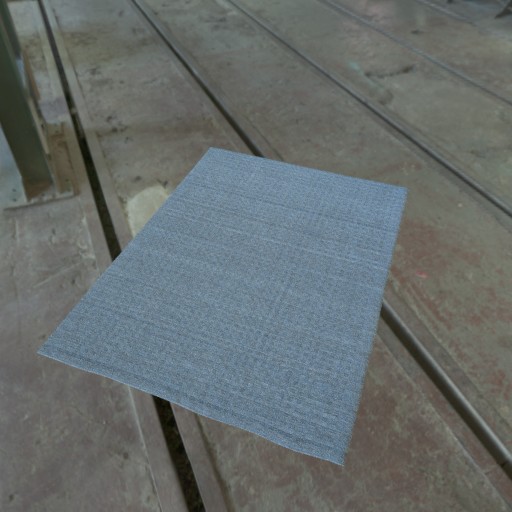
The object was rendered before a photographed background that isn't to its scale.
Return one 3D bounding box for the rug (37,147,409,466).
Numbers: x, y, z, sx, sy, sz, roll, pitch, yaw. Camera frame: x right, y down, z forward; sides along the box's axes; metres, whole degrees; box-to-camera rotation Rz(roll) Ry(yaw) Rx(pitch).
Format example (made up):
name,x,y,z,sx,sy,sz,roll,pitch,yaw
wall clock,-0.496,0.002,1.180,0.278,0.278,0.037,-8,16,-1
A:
name,x,y,z,sx,sy,sz,roll,pitch,yaw
rug,0.000,0.000,4.203,2.443,0.007,3.200,15,47,15
